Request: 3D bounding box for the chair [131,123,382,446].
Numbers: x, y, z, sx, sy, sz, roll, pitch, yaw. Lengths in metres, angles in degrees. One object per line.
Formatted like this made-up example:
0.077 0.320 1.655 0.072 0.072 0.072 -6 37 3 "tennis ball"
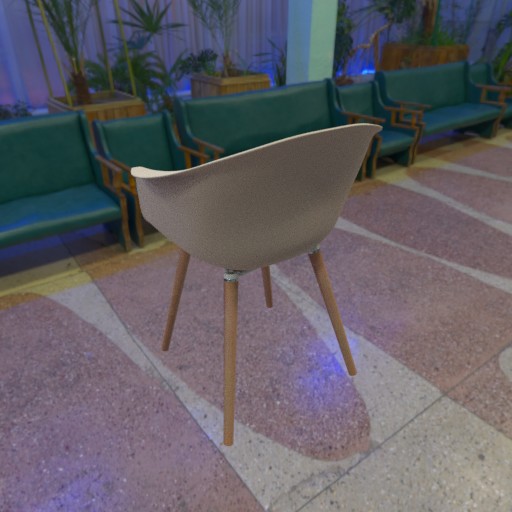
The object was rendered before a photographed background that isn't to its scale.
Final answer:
0.000 0.000 1.184 0.593 0.781 0.504 -19 35 -29 "chair"
